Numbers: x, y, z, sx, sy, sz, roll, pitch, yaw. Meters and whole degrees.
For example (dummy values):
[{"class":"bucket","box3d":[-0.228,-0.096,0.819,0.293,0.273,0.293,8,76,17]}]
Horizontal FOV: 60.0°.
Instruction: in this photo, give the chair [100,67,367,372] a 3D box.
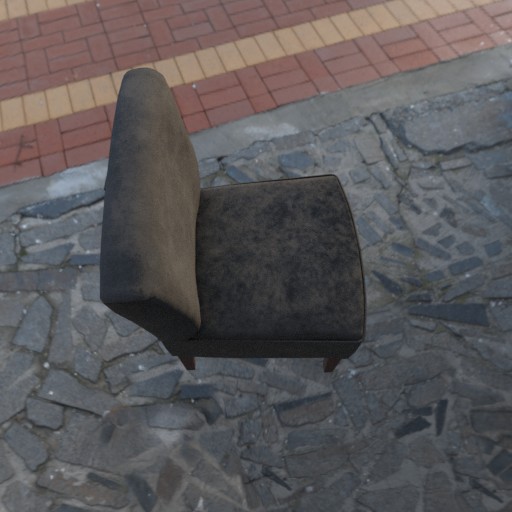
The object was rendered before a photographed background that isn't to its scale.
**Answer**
[{"class":"chair","box3d":[0.000,0.000,1.171,0.554,0.806,0.521,-3,64,-1]}]
